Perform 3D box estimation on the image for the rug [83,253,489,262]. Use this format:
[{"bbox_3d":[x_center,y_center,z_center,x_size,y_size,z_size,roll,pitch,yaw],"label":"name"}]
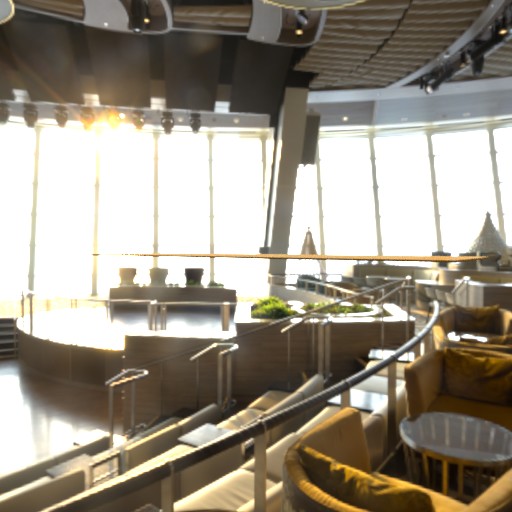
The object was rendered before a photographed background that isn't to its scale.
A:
[{"bbox_3d":[0.000,0.000,2.696,2.438,0.010,0.775,1,1,36],"label":"rug"}]
